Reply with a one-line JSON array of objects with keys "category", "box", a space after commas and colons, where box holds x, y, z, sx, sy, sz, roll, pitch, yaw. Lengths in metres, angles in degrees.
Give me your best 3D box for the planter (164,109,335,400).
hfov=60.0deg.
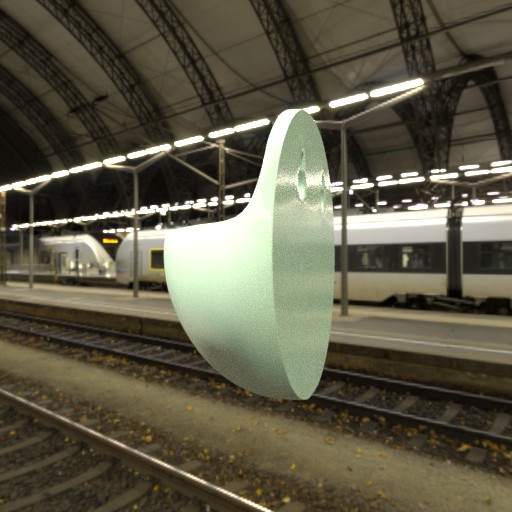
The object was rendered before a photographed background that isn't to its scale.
[{"category": "planter", "box": [0.000, 0.000, 0.274, 0.073, 0.164, 0.189, 0, -1, 18]}]
